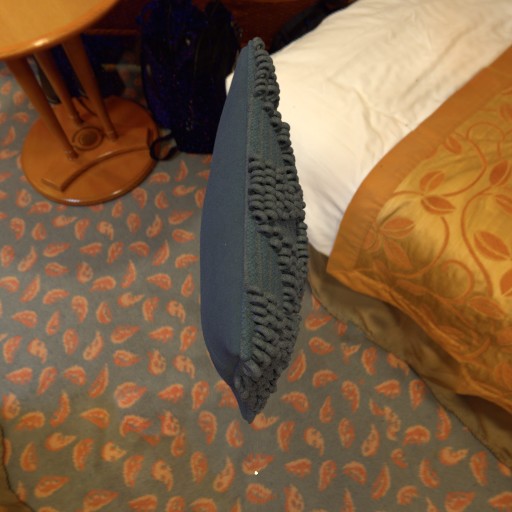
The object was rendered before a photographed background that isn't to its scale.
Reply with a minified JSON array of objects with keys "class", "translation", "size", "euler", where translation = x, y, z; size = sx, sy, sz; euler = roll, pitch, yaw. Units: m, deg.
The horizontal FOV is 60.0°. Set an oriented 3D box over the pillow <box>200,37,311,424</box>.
[{"class":"pillow","translation":[0.000,0.000,0.718],"size":[0.172,0.466,0.469],"euler":[0,64,0]}]
